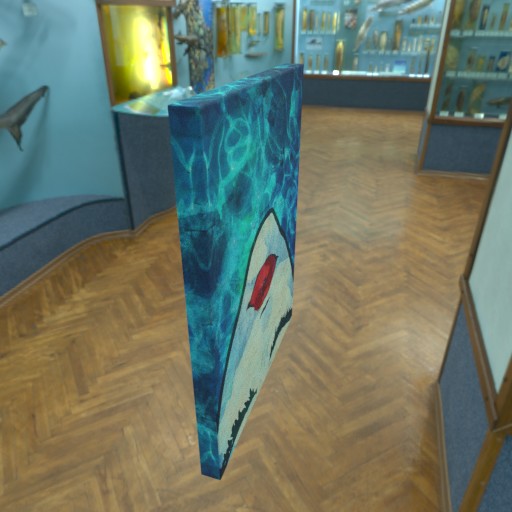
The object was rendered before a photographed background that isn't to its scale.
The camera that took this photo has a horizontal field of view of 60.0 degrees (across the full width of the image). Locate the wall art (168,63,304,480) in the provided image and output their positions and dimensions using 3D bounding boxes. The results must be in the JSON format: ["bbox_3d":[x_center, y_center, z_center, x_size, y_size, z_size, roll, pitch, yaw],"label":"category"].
[{"bbox_3d":[0.000,0.000,0.848,0.038,0.635,0.508,9,30,16],"label":"wall art"}]
